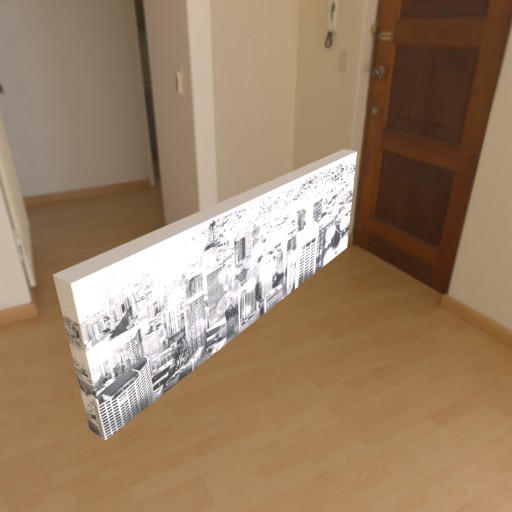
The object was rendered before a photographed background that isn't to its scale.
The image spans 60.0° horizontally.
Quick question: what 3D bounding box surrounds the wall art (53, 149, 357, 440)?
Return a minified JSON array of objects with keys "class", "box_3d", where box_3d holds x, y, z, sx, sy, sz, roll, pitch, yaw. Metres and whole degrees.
[{"class":"wall art","box_3d":[0.000,0.000,0.845,0.038,0.255,0.763,18,32,32]}]
